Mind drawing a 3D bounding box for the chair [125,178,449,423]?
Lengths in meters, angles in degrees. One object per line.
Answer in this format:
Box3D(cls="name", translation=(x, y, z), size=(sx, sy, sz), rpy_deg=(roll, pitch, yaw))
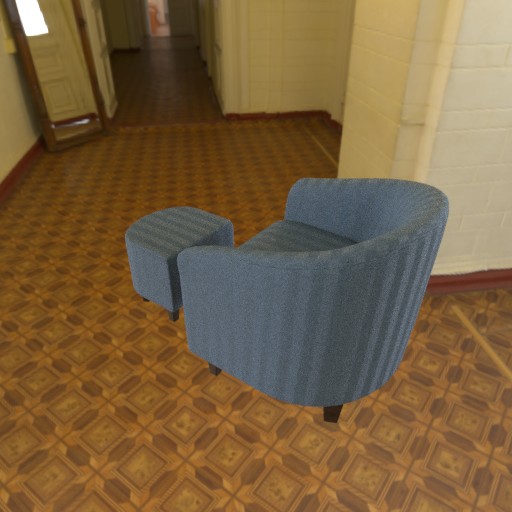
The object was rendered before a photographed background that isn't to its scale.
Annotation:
Box3D(cls="chair", translation=(0.000, 0.000, 1.733), size=(1.288, 0.757, 0.756), rpy_deg=(21, 38, 30))
